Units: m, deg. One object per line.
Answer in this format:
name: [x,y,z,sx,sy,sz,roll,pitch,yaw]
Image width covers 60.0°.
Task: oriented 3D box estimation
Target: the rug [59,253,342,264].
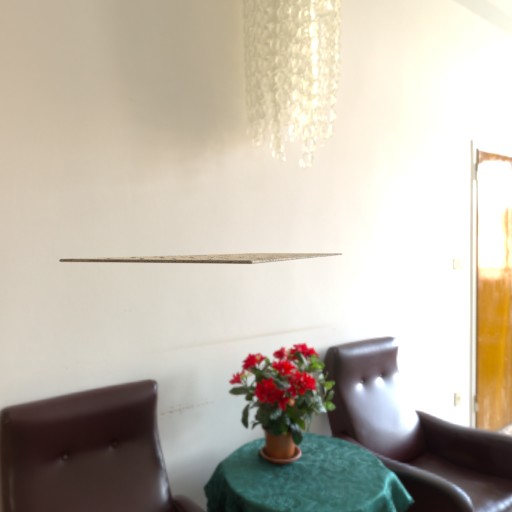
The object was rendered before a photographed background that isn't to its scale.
rug: [0.000,0.000,2.677,0.750,0.011,2.435,0,1,18]
